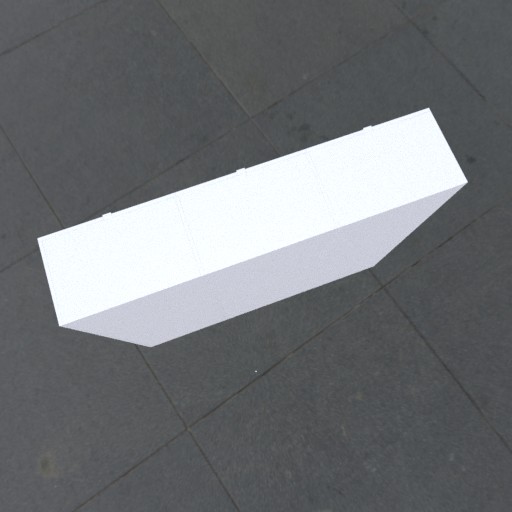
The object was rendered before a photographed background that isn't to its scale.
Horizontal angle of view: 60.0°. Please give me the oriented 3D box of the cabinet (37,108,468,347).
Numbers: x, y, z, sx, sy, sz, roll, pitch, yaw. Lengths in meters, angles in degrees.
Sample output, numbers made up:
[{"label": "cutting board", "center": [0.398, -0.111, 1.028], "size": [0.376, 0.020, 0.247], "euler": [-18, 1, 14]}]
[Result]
[{"label": "cabinet", "center": [0.000, 0.000, 3.965], "size": [2.700, 2.370, 0.590], "euler": [-19, 76, -5]}]
